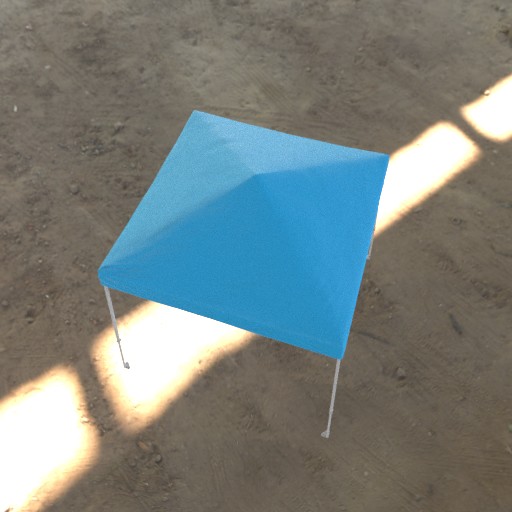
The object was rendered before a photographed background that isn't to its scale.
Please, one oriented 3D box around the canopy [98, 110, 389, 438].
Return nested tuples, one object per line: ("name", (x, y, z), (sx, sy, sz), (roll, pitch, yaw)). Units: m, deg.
("canopy", (0.000, 0.000, 6.680), (3.600, 3.600, 3.599), (16, 60, 10))
